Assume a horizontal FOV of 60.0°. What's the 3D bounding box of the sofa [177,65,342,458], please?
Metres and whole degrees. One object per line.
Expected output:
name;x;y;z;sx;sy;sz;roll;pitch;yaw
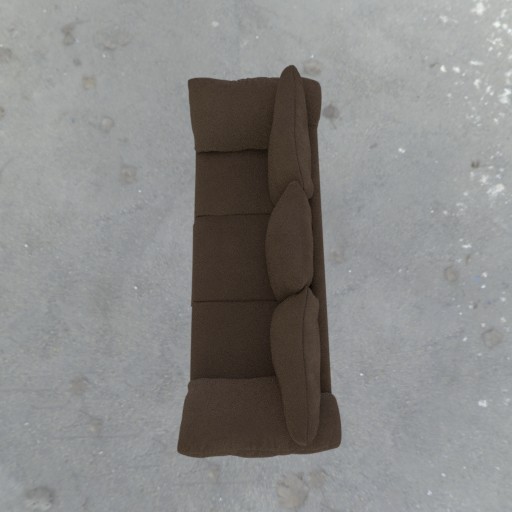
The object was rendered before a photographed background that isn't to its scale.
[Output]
sofa;0.000;0.000;2.871;0.878;1.015;2.336;-1;75;0
